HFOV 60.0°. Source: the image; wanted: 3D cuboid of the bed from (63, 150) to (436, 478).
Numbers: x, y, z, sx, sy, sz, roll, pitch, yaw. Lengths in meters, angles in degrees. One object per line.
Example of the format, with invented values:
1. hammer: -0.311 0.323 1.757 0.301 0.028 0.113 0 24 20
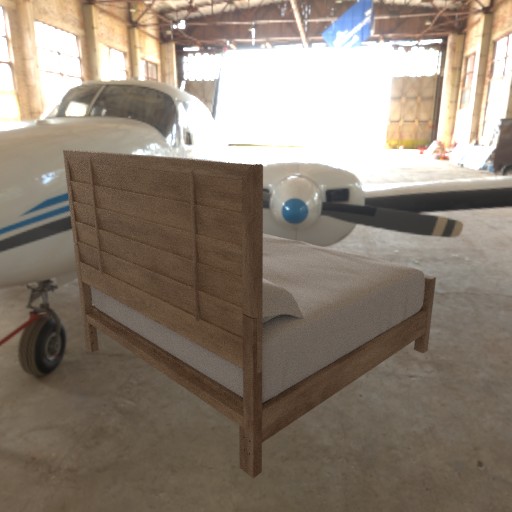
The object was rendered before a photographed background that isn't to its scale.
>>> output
1. bed: 0.000 0.000 3.493 2.032 1.626 2.032 -15 22 -42
